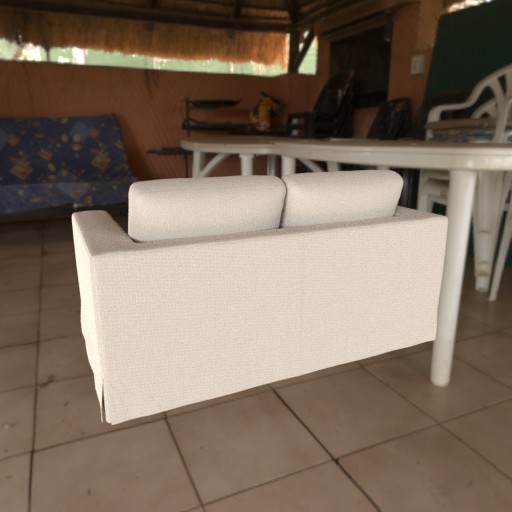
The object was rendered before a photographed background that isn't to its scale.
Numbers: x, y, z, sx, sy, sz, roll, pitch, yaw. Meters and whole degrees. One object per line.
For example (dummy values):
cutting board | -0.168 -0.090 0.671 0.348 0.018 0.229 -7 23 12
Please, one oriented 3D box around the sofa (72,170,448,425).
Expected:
sofa | 0.000 0.000 2.436 1.813 0.932 1.009 -7 17 -24
